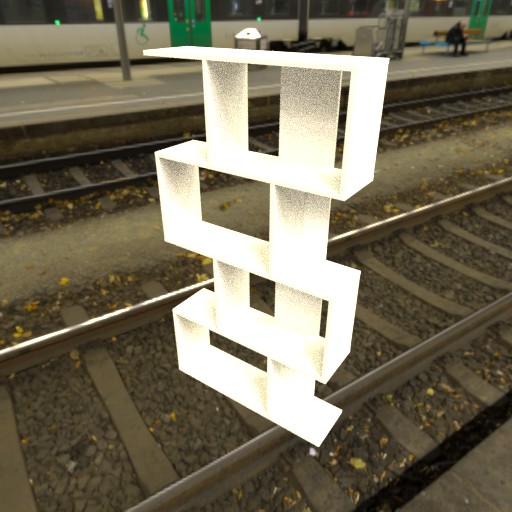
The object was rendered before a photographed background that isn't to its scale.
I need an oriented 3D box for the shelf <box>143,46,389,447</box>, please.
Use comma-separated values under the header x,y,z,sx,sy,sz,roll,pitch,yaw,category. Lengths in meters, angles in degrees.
x,y,z,sx,sy,sz,roll,pitch,yaw,category
0.000,0.000,1.983,0.890,1.650,0.250,19,34,30,shelf
